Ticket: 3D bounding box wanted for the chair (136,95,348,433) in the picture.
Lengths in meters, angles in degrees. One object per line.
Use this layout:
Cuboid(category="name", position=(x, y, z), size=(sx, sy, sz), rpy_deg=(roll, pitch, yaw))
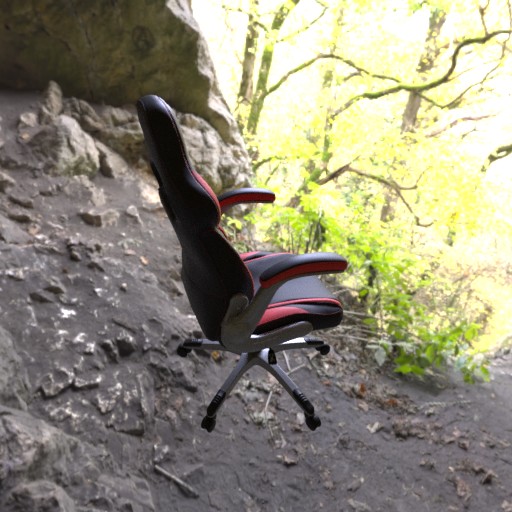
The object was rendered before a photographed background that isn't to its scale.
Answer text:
Cuboid(category="chair", position=(0.000, 0.000, 1.637), size=(0.712, 1.165, 0.758), rpy_deg=(-11, 32, -18))
